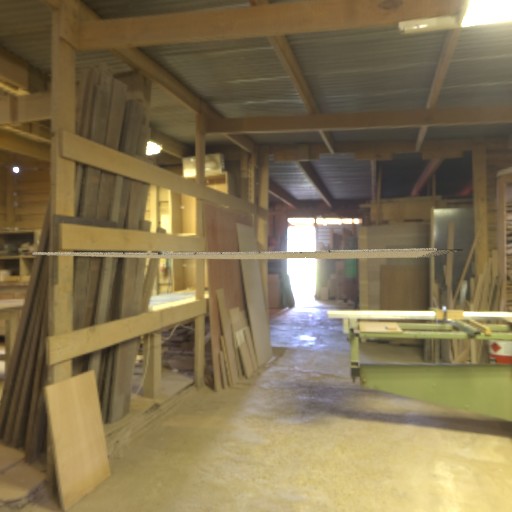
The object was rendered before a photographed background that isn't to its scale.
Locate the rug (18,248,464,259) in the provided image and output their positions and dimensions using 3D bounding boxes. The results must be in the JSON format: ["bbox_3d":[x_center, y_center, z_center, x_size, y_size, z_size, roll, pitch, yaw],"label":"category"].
[{"bbox_3d":[0.000,0.000,4.133,3.221,0.026,2.342,0,-1,17],"label":"rug"}]
